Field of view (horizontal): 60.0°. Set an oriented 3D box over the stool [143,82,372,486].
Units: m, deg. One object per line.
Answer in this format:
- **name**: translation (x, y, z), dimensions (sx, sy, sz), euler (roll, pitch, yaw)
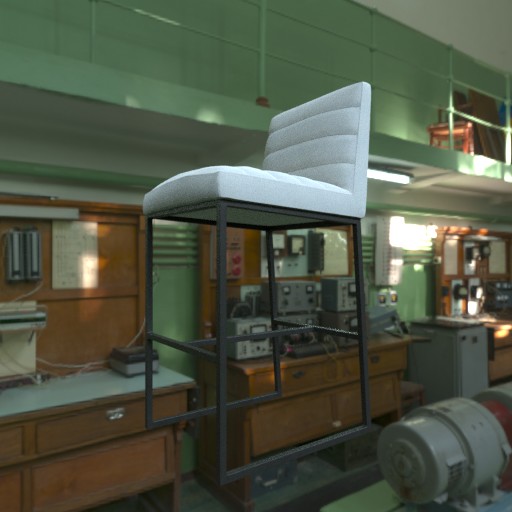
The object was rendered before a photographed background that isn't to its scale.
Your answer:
- **stool**: translation (0.000, 0.000, 1.353), dimensions (0.573, 1.061, 0.464), euler (0, 0, -37)
